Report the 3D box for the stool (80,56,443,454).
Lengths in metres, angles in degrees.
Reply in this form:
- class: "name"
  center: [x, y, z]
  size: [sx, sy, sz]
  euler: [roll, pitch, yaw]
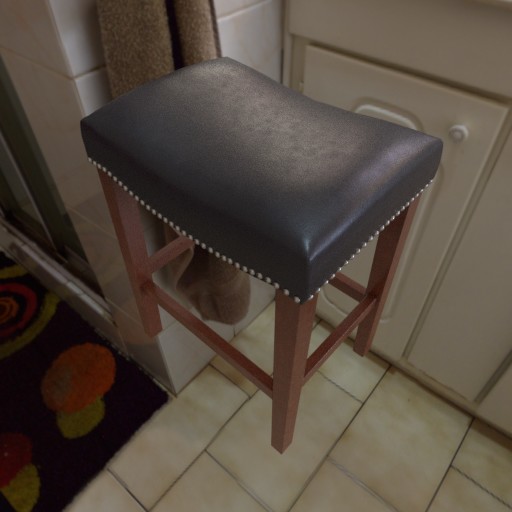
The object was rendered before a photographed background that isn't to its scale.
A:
- class: "stool"
  center: [0.000, 0.000, 0.944]
  size: [0.504, 0.654, 0.372]
  euler: [33, 55, 28]
